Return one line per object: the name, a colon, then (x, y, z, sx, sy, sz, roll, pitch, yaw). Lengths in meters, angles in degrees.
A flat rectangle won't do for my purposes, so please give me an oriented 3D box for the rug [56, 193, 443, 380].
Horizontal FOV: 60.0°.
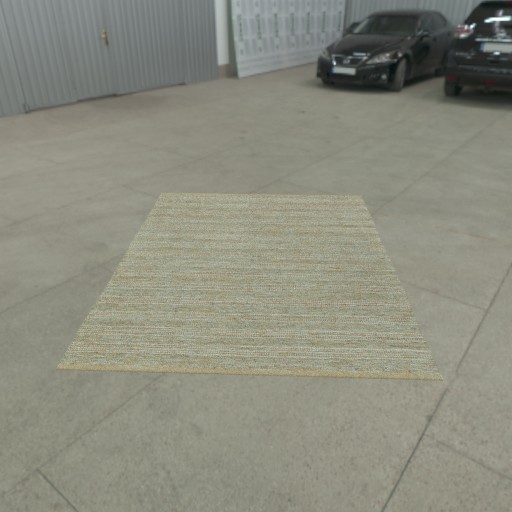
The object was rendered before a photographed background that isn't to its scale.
rug: (0.000, 0.000, 4.122, 2.471, 0.012, 3.034, 1, 30, 2)
